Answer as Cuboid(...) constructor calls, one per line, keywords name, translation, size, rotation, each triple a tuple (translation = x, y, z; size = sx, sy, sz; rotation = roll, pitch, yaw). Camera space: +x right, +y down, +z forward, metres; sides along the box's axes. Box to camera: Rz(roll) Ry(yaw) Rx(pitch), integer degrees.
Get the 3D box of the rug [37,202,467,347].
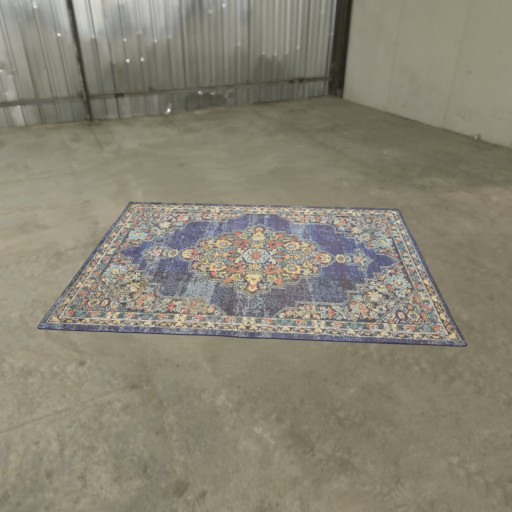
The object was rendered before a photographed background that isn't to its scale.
Cuboid(name="rug", translation=(0.000, 0.000, 2.971), size=(2.232, 0.009, 1.630), rotation=(2, 31, 3))
